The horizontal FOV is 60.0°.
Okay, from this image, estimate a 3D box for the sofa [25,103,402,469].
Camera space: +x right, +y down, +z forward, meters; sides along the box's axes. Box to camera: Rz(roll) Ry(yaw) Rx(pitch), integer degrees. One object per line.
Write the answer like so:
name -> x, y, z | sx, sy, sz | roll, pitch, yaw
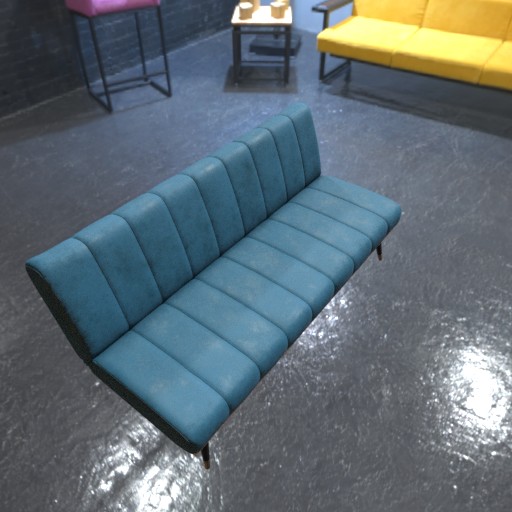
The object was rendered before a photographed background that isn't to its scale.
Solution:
sofa -> 0.000, 0.000, 2.258 | 0.830, 0.825, 1.810 | 28, 49, 27
